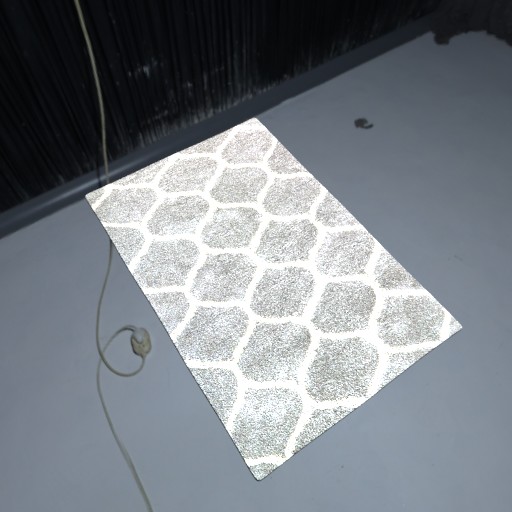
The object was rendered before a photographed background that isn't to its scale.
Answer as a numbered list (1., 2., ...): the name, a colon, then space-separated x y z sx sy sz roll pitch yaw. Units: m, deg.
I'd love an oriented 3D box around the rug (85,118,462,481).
1. rug: 0.000 0.000 3.537 1.801 0.026 2.701 -30 62 -17
